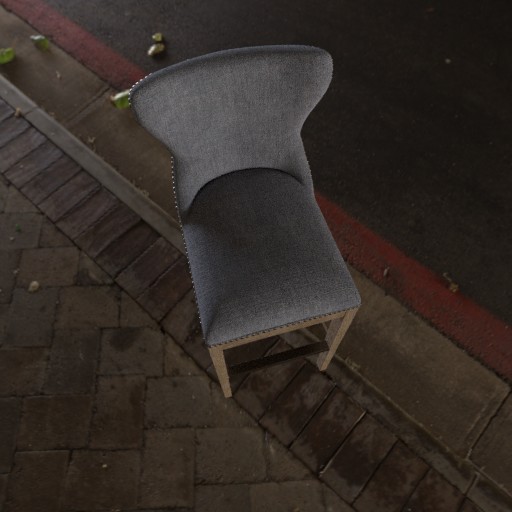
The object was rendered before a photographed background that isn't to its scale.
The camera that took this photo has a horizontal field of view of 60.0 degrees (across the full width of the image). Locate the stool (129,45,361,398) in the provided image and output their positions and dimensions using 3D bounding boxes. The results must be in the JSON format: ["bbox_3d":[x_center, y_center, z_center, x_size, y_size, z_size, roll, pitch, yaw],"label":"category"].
[{"bbox_3d":[0.000,0.000,1.423,0.494,1.123,0.606,-14,64,-7],"label":"stool"}]
